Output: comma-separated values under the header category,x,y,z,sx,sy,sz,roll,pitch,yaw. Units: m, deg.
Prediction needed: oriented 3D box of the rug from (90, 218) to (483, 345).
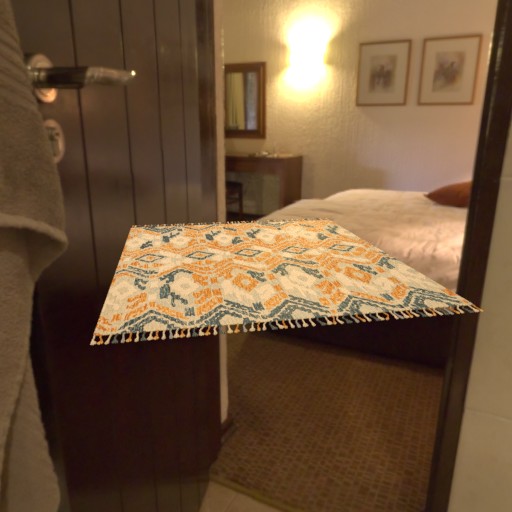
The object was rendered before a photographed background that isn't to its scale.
category,x,y,z,sx,sy,sz,roll,pitch,yaw
rug,0.000,0.000,4.085,2.439,0.010,3.048,-3,17,-10
